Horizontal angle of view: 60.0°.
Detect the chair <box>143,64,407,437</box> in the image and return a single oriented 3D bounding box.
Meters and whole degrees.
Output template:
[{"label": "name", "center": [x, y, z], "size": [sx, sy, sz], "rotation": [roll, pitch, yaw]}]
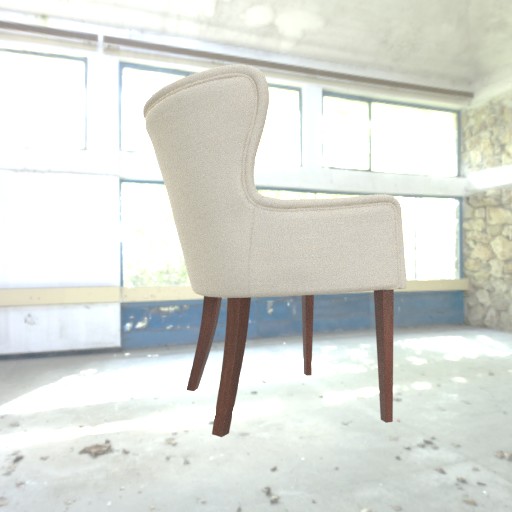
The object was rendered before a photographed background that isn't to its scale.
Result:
[{"label": "chair", "center": [0.000, 0.000, 1.494], "size": [0.744, 0.990, 0.696], "rotation": [0, 0, -18]}]
